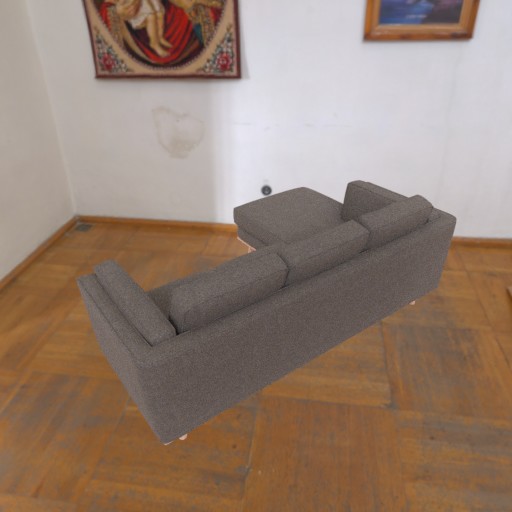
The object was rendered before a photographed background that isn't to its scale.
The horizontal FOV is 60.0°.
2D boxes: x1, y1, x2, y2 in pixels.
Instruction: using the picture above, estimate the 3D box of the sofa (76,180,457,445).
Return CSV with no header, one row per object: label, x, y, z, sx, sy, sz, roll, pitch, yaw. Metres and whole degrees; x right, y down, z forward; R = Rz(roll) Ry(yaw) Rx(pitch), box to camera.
sofa,0.000,0.000,3.173,2.411,0.929,1.604,-21,37,-31
